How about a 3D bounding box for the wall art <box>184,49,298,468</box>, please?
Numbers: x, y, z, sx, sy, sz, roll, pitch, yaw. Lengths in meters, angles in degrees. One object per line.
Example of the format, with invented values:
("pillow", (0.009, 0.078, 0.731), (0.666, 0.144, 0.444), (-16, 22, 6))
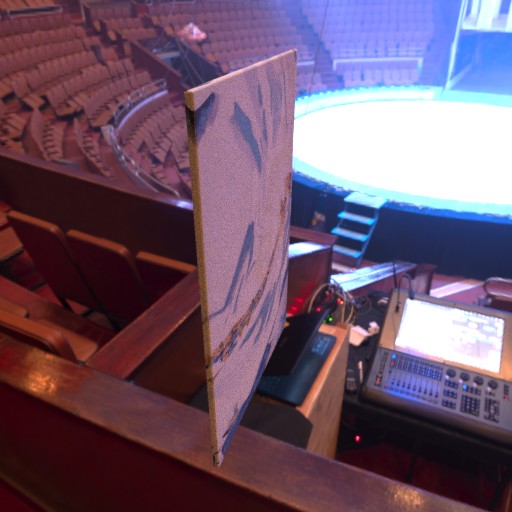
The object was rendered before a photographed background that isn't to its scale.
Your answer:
("wall art", (0.000, 0.000, 1.141), (0.016, 0.914, 0.610), (10, 32, 17))
